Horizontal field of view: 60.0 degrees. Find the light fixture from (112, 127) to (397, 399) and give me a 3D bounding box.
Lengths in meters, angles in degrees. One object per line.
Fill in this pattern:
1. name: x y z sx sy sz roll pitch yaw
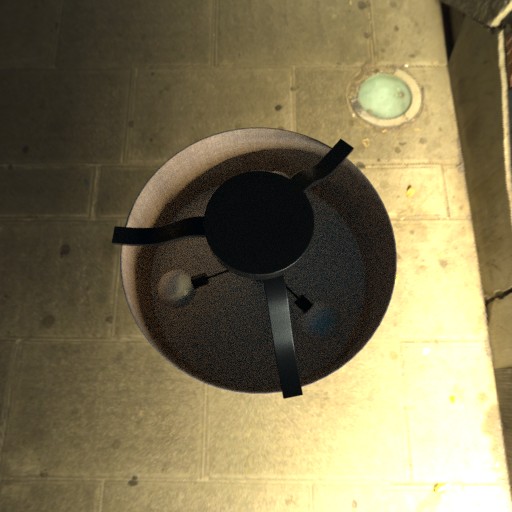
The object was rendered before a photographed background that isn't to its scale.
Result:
1. light fixture: 0.000 0.000 0.647 0.390 0.306 0.390 0 75 0
